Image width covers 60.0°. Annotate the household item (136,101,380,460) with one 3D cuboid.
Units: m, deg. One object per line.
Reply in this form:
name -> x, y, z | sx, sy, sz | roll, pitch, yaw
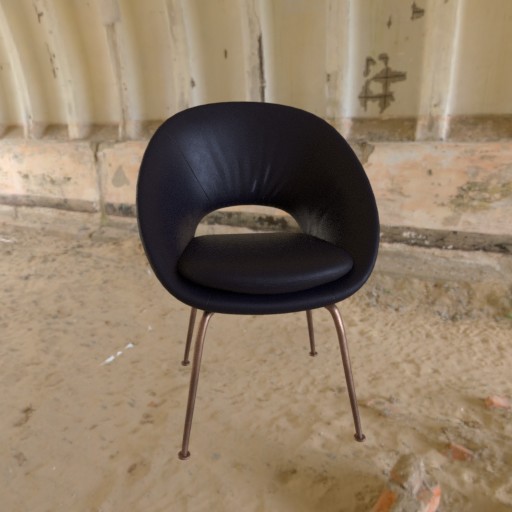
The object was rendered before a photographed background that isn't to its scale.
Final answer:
household item -> 0.000, 0.000, 1.248 | 0.623, 0.852, 0.573 | -2, 16, -8
